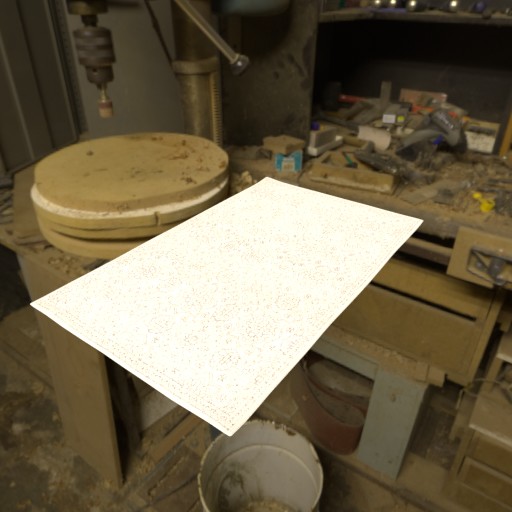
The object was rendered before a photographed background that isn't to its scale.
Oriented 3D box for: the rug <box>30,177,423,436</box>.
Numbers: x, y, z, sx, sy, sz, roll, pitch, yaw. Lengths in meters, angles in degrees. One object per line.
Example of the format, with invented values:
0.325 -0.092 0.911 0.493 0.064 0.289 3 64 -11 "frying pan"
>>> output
0.000 0.000 3.045 1.518 0.023 2.434 21 37 30 "rug"
